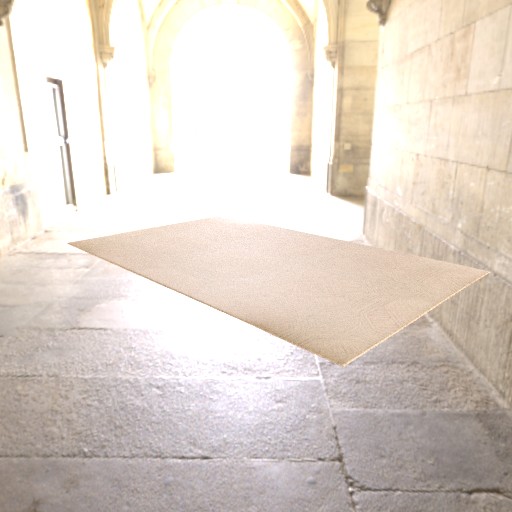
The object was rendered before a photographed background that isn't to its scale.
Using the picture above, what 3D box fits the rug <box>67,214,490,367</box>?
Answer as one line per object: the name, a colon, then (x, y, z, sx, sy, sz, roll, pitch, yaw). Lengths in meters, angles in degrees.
rug: (0.000, 0.000, 2.965, 1.524, 0.008, 2.440, -16, 23, -42)
